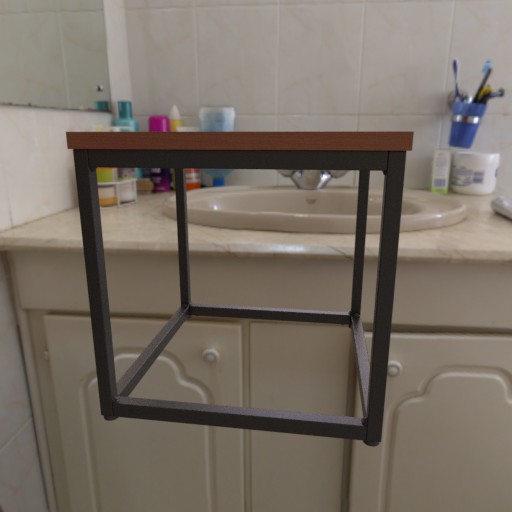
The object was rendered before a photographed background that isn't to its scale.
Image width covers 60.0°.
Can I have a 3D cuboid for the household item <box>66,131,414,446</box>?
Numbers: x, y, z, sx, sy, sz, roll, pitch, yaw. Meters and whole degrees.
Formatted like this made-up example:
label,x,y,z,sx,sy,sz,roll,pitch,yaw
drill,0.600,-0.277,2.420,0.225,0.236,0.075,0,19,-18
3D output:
label,x,y,z,sx,sy,sz,roll,pitch,yaw
household item,0.000,0.000,0.744,0.400,0.400,0.400,2,16,8
